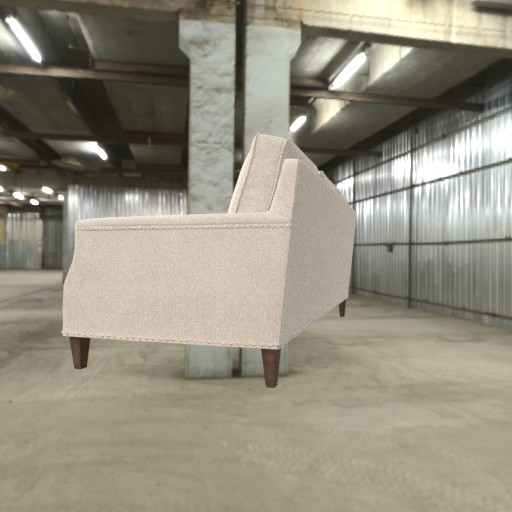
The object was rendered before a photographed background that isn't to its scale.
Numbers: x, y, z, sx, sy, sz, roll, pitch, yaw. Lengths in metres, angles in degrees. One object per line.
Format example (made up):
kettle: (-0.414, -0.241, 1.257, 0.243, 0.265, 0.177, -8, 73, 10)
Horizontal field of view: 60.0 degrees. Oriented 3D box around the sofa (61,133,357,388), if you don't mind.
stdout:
sofa: (0.000, 0.000, 2.826, 1.084, 1.003, 2.246, 0, 0, 18)
